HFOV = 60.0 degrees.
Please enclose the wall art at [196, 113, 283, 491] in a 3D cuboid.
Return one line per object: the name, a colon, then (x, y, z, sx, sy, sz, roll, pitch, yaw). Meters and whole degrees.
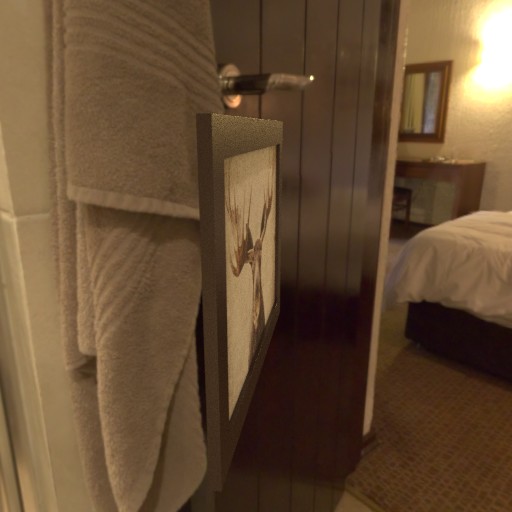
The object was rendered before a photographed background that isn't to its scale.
wall art: (0.000, 0.000, 1.612, 0.034, 0.952, 1.207, 3, 16, 10)
